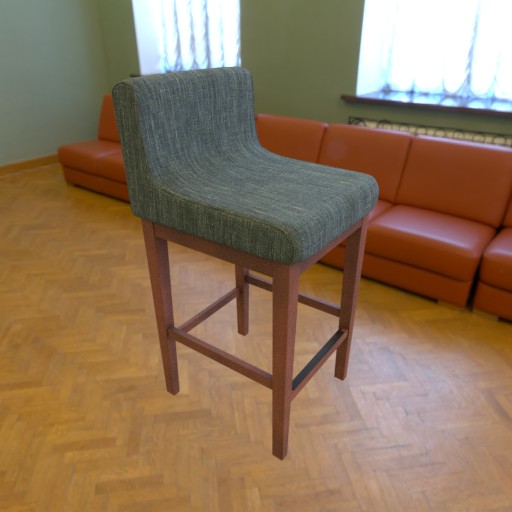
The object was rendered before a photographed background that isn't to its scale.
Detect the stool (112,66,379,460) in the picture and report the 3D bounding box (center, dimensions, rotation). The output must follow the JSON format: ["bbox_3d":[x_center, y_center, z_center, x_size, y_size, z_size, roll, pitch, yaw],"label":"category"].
[{"bbox_3d":[0.000,0.000,1.100,0.459,0.835,0.395,18,33,31],"label":"stool"}]
